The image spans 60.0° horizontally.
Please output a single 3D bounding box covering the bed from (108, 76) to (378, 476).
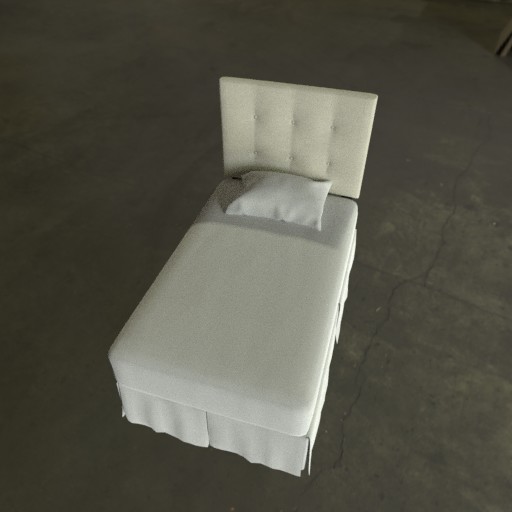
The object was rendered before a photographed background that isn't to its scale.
[{"bbox_3d":[0.000,0.000,2.951,1.261,1.571,1.997,12,43,13],"label":"bed"}]
